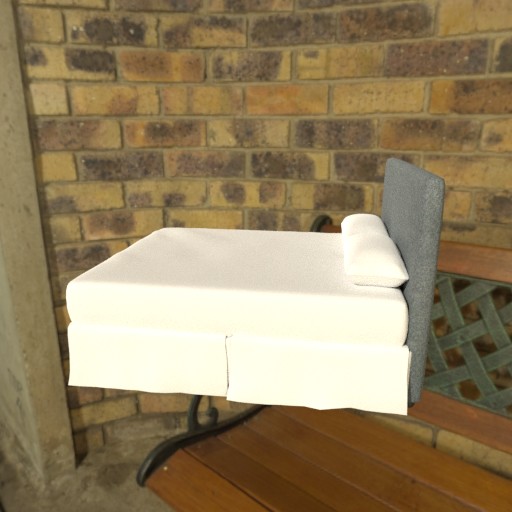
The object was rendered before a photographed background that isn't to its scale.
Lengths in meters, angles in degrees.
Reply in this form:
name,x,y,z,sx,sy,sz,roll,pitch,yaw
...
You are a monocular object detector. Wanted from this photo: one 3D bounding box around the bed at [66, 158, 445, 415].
name,x,y,z,sx,sy,sz,roll,pitch,yaw
bed,0.000,0.000,3.206,2.142,1.330,1.723,3,16,9
